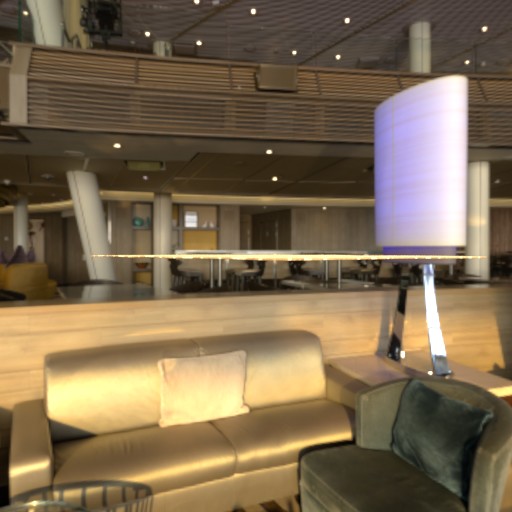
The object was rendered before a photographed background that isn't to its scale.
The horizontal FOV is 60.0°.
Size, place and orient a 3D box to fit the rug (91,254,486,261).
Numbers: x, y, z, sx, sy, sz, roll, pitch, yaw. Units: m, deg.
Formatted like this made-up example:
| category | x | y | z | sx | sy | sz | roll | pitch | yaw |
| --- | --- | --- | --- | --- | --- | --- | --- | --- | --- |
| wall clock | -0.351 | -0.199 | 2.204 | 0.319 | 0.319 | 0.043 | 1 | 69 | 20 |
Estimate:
| category | x | y | z | sx | sy | sz | roll | pitch | yaw |
| --- | --- | --- | --- | --- | --- | --- | --- | --- | --- |
| rug | 0.000 | 0.000 | 2.241 | 1.152 | 0.013 | 1.761 | 0 | 0 | -36 |
